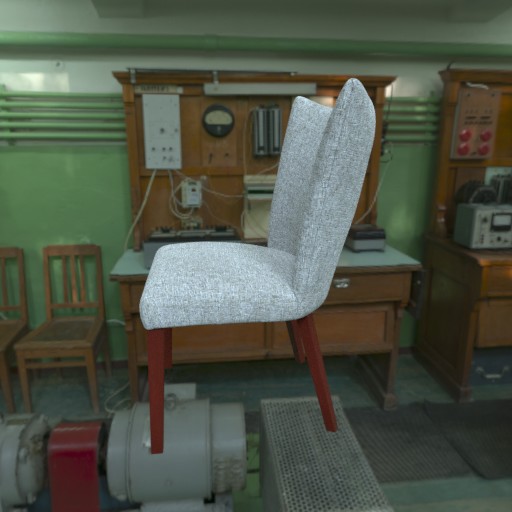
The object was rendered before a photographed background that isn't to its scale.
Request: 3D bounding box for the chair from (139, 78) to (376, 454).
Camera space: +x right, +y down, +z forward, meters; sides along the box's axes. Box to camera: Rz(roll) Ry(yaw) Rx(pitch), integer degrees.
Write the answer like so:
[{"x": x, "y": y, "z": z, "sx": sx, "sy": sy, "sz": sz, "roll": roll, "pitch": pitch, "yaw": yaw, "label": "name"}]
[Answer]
[{"x": 0.000, "y": 0.000, "z": 1.297, "sx": 0.623, "sy": 0.924, "sz": 0.535, "roll": -2, "pitch": 15, "yaw": -7, "label": "chair"}]
